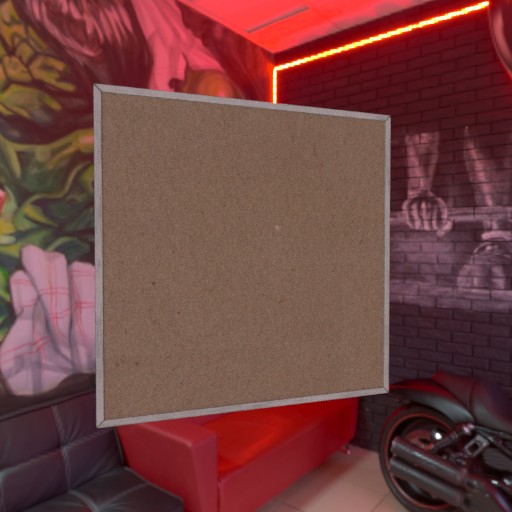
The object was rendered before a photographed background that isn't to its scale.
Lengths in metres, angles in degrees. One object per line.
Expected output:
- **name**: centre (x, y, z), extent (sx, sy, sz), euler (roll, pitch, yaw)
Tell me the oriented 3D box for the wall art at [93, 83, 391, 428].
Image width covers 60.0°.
- **wall art**: centre (0.000, 0.000, 1.115), extent (0.762, 0.762, 0.038), euler (0, 1, -18)
